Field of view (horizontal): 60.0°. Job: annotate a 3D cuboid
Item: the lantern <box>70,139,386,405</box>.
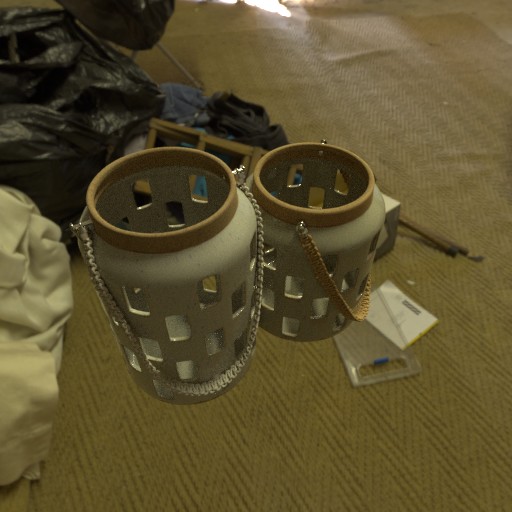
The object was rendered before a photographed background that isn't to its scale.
[{"bbox_3d":[0.000,0.000,0.503,0.347,0.255,0.184,-23,50,-21],"label":"lantern"}]
